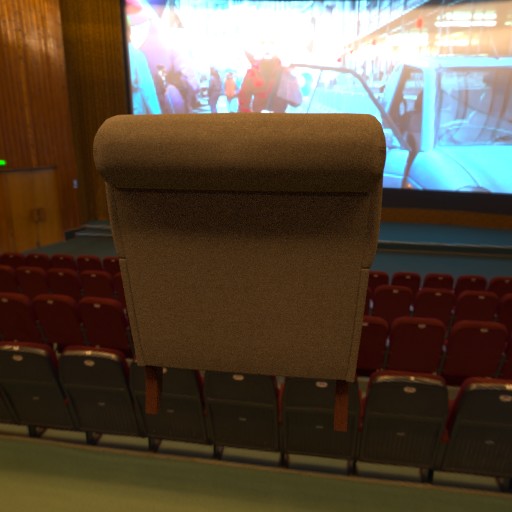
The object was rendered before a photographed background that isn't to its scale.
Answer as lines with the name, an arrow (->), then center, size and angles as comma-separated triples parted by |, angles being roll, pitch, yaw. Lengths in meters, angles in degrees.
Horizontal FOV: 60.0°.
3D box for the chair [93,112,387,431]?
chair -> 0.000, 0.000, 1.568 | 0.766, 0.942, 0.843 | 2, 16, 8
